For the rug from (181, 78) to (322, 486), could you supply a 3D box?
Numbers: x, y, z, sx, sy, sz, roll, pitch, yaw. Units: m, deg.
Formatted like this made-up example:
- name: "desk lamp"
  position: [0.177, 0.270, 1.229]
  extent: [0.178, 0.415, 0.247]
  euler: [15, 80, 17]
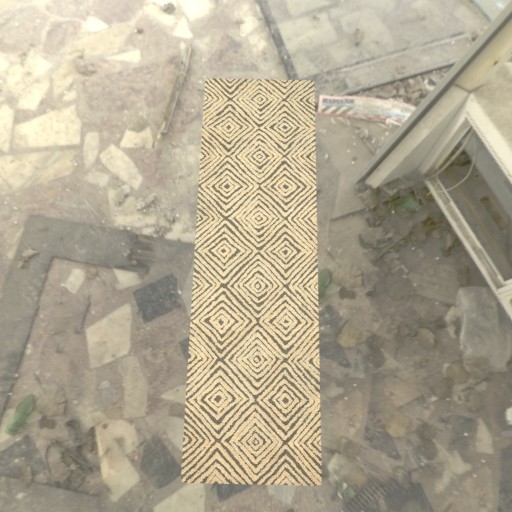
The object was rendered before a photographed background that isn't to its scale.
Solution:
- name: "rug"
  position: [0.000, 0.000, 2.439]
  extent: [0.676, 0.008, 2.277]
  euler: [1, 74, 0]
